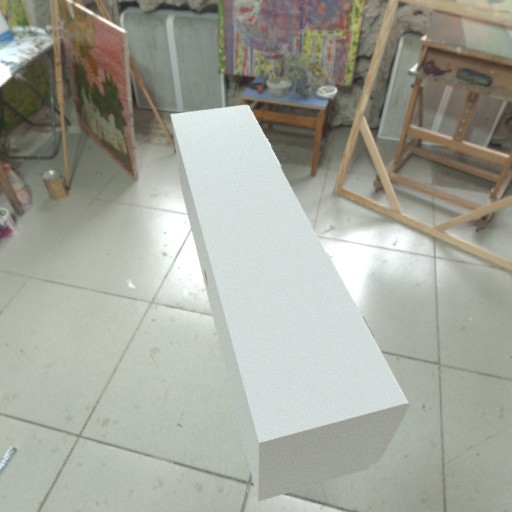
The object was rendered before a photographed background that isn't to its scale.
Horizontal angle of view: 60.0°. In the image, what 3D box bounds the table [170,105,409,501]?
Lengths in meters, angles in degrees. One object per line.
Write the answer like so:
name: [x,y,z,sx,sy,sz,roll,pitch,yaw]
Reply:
table: [0.000,0.000,1.704,0.400,0.440,1.550,-11,46,-10]
